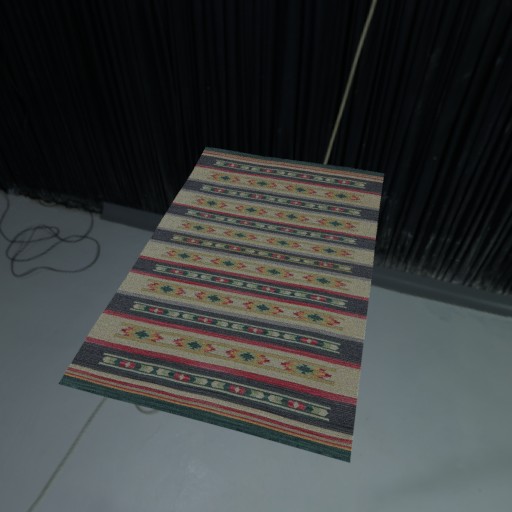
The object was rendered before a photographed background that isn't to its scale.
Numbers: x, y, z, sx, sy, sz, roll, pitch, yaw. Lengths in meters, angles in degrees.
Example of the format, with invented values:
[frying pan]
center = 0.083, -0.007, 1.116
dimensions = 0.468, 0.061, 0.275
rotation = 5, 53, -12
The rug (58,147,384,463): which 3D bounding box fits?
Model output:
[rug]
center = 0.000, 0.000, 2.945
dimensions = 1.522, 0.010, 2.311
rotation = 11, 48, 10
